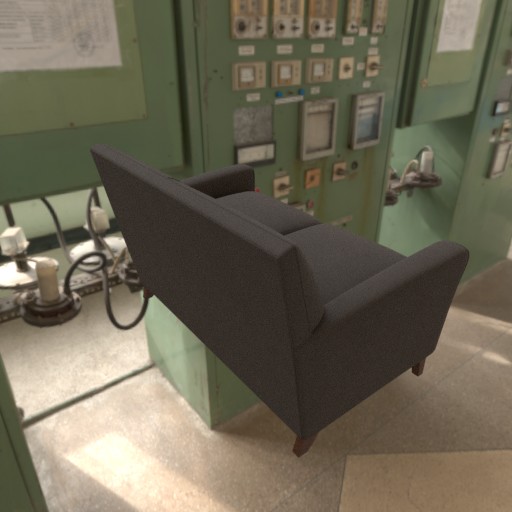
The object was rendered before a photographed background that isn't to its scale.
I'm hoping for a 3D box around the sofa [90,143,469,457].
[{"bbox_3d":[0.000,0.000,1.933,0.871,0.846,1.420,-19,33,-32],"label":"sofa"}]
